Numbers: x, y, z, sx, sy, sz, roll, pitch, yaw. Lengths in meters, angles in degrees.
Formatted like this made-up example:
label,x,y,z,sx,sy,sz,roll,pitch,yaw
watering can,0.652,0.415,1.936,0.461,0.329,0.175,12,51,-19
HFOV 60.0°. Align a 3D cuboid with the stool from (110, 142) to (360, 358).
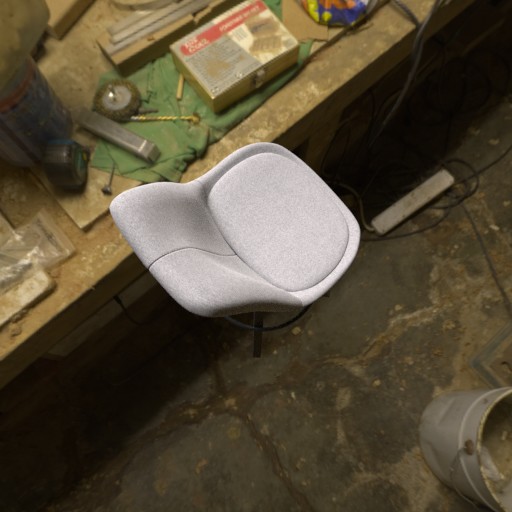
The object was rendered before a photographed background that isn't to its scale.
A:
label,x,y,z,sx,sy,sz,roll,pitch,yaw
stool,0.000,0.000,1.420,0.550,1.115,0.485,-39,78,-10
